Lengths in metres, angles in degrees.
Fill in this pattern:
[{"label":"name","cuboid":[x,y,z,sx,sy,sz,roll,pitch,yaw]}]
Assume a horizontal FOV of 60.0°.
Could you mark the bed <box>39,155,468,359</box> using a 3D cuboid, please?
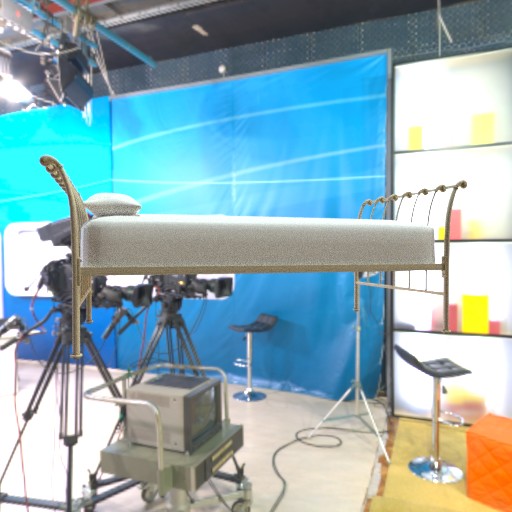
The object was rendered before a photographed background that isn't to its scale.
[{"label":"bed","cuboid":[0.000,0.000,2.676,2.228,0.873,1.032,0,1,-18]}]
